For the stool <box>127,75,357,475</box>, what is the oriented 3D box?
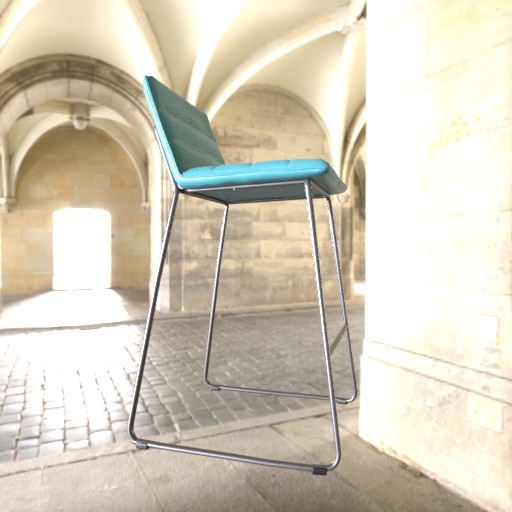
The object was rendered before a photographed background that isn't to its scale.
[{"bbox_3d":[0.000,0.000,1.239,0.524,0.936,0.489,0,1,17],"label":"stool"}]
